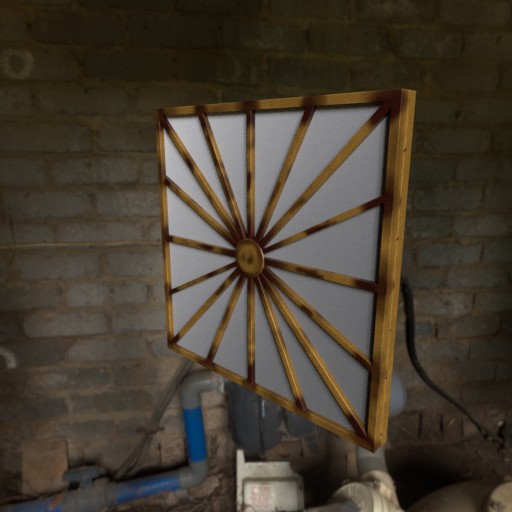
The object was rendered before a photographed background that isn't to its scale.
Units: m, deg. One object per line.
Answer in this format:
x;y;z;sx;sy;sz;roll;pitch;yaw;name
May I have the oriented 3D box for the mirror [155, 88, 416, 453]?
0.000;0.000;0.770;0.509;0.507;0.042;13;20;41;mirror
